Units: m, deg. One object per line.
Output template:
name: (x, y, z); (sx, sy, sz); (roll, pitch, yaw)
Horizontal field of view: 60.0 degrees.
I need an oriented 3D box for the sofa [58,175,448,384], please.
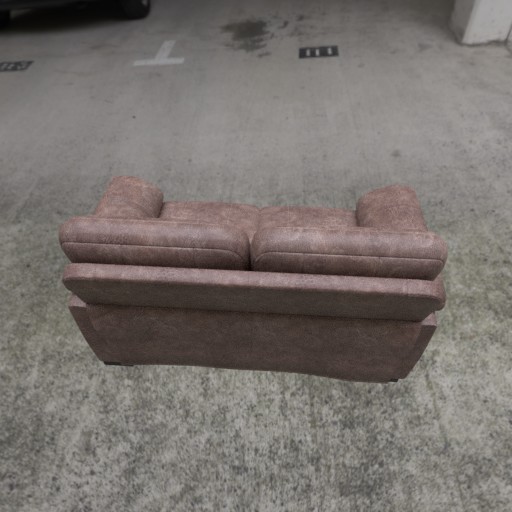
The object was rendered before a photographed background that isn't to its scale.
sofa: (0.000, 0.000, 2.306); (1.753, 0.991, 0.991); (3, 46, 3)
